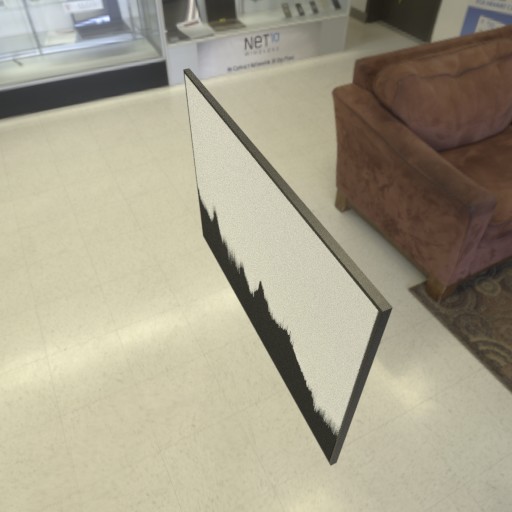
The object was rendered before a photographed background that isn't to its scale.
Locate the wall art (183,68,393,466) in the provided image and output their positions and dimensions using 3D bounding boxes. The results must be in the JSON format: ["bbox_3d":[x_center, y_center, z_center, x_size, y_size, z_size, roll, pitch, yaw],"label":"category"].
[{"bbox_3d":[0.000,0.000,1.218,0.019,0.660,0.957,-18,49,-17],"label":"wall art"}]
